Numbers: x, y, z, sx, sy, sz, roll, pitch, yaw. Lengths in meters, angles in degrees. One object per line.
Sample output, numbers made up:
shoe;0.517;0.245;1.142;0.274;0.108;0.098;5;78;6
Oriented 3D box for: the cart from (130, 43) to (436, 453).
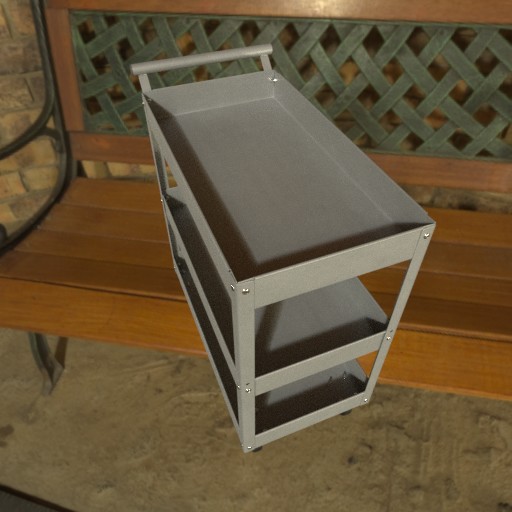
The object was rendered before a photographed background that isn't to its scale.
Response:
cart;0.000;0.000;1.150;0.366;0.780;0.719;-16;47;-15
